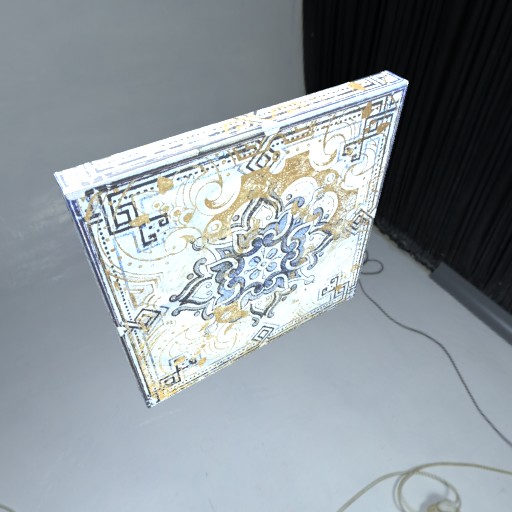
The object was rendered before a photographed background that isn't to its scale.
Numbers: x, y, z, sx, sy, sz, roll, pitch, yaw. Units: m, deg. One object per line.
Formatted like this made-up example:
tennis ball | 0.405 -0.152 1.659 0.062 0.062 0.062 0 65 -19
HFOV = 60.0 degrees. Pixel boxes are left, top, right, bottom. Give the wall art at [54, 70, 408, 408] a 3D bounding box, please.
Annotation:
wall art | 0.000 0.000 0.614 0.411 0.410 0.038 -24 51 -22
